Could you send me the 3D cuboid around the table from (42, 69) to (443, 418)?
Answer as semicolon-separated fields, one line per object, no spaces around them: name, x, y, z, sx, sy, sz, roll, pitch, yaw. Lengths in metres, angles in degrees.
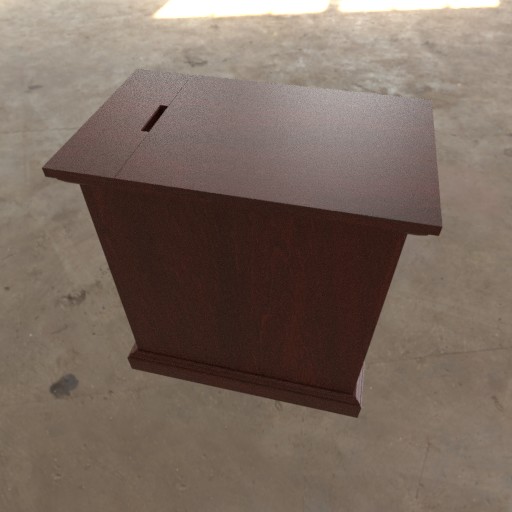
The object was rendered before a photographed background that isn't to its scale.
table;0.000;0.000;0.966;0.584;0.612;0.356;10;47;9
